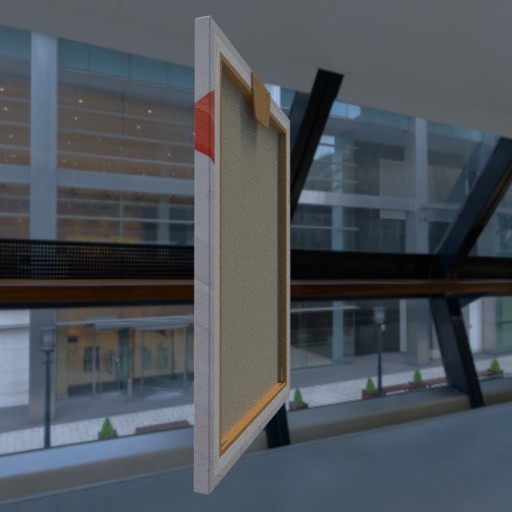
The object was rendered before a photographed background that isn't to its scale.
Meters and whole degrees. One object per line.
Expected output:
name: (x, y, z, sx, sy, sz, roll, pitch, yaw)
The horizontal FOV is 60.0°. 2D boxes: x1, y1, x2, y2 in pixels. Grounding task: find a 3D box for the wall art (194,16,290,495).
wall art: (0.000, 0.000, 1.077, 0.036, 0.848, 0.613, 0, -1, 18)
